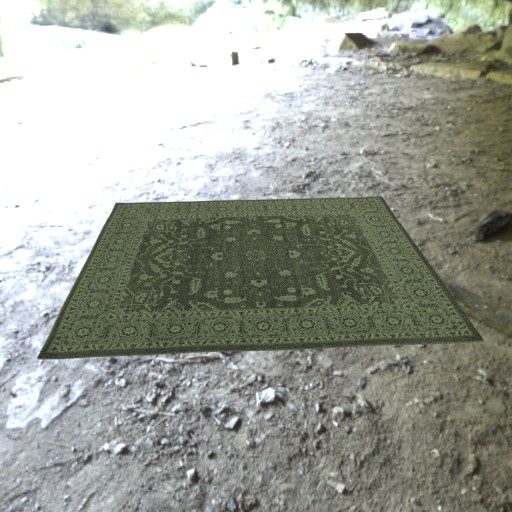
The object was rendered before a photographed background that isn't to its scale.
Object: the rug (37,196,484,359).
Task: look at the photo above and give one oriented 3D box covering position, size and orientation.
[{"bbox_3d":[0.000,0.000,4.051,3.069,0.026,2.451,-2,32,-3],"label":"rug"}]
